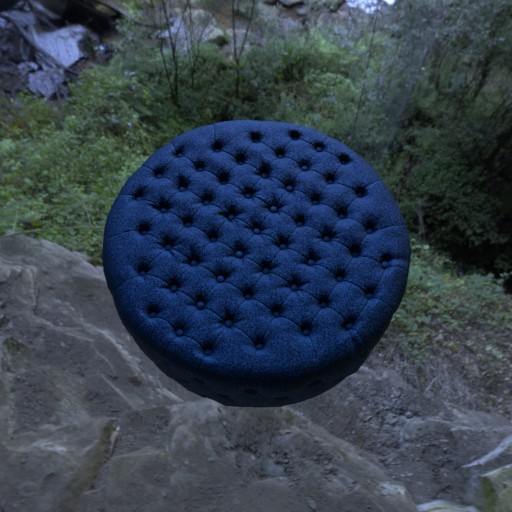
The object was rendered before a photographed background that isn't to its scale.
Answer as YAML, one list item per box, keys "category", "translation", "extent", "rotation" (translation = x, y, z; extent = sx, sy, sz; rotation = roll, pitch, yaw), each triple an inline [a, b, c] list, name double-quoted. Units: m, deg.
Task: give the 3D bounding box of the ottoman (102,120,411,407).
- category: "ottoman"
  translation: [0.000, 0.000, 1.555]
  extent: [0.998, 0.398, 0.998]
  rotation: [0, 63, 0]
